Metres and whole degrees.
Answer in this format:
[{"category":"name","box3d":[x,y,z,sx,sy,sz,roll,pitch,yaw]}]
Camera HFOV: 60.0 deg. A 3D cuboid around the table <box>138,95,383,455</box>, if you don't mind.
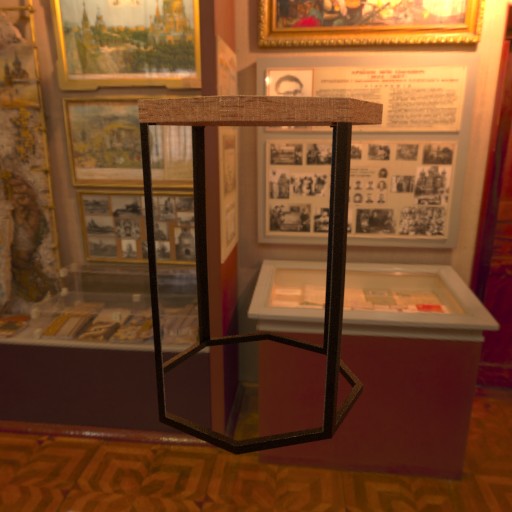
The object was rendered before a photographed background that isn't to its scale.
[{"category":"table","box3d":[0.000,0.000,0.857,0.437,0.553,0.437,2,16,8]}]
